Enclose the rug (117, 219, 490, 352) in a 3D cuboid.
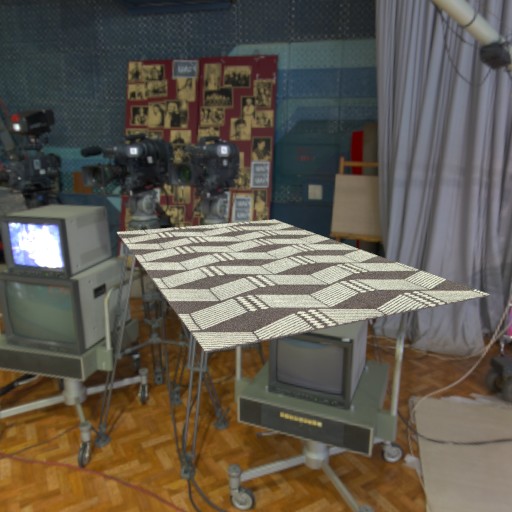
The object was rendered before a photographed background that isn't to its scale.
[{"bbox_3d":[0.000,0.000,3.025,1.517,0.011,2.435,-7,16,-24],"label":"rug"}]
